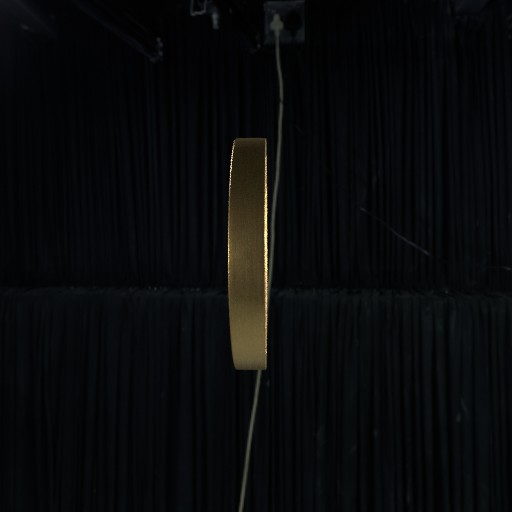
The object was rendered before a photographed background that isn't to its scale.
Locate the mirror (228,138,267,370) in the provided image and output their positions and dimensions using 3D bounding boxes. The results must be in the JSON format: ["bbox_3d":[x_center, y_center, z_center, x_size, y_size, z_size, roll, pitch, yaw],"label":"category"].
[{"bbox_3d":[0.000,0.000,0.666,0.032,0.254,0.584,0,-1,2],"label":"mirror"}]
